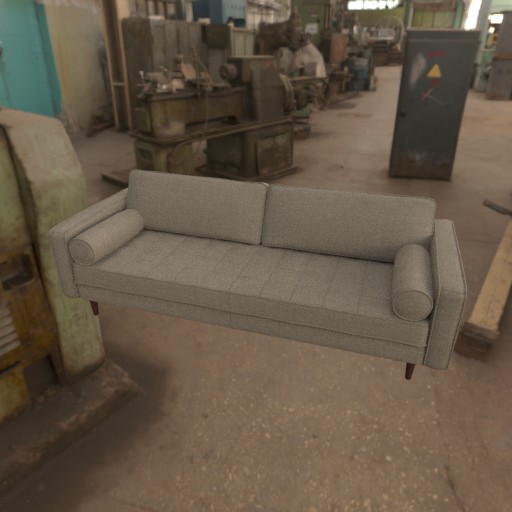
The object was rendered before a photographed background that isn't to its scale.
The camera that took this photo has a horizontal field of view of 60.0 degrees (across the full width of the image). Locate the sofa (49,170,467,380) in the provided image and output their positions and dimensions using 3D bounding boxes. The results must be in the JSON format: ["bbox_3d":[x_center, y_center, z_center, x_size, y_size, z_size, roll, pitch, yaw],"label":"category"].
[{"bbox_3d":[0.000,0.000,2.644,2.211,0.762,0.914,8,28,16],"label":"sofa"}]
